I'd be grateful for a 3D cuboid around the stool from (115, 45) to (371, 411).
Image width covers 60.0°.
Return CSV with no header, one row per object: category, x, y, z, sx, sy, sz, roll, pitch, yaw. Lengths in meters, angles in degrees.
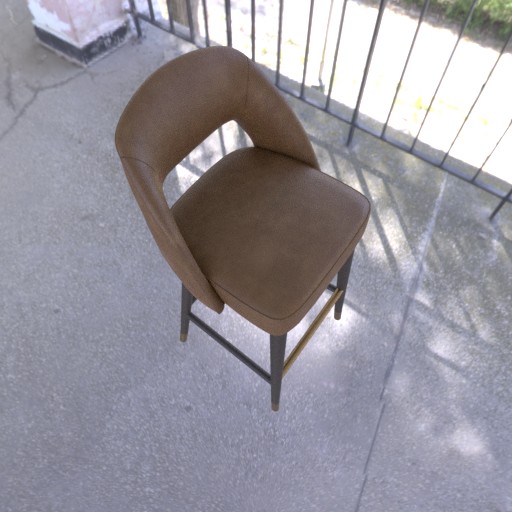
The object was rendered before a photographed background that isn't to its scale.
stool,0.000,0.000,1.292,0.509,1.037,0.494,32,64,18
